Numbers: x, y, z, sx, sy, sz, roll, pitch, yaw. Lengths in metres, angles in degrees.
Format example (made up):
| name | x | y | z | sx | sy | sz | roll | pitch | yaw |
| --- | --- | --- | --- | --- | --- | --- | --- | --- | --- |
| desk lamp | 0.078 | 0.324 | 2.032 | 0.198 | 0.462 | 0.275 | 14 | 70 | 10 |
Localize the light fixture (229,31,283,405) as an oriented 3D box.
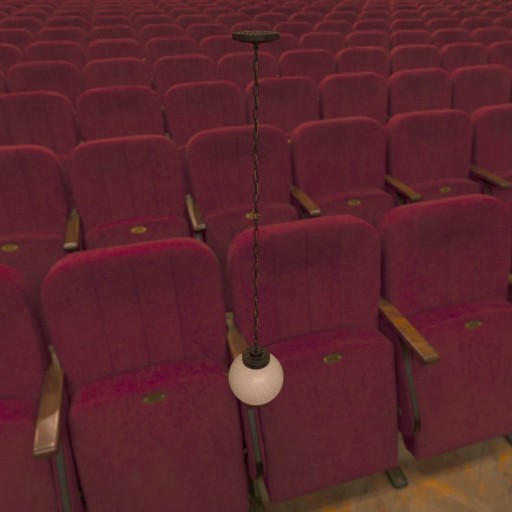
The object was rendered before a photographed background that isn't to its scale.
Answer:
| name | x | y | z | sx | sy | sz | roll | pitch | yaw |
| --- | --- | --- | --- | --- | --- | --- | --- | --- | --- |
| light fixture | 0.000 | 0.000 | 2.069 | 0.304 | 1.867 | 0.305 | -8 | 32 | -14 |
